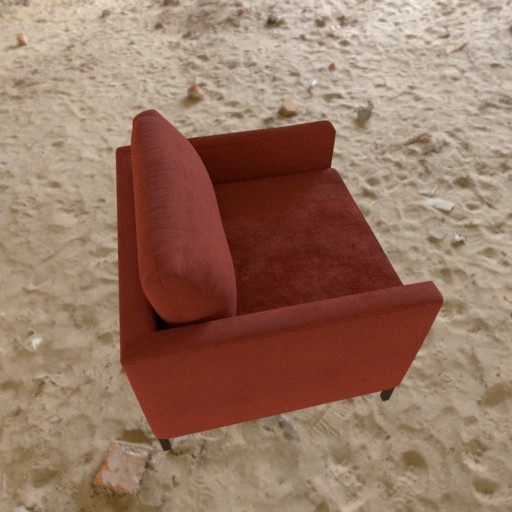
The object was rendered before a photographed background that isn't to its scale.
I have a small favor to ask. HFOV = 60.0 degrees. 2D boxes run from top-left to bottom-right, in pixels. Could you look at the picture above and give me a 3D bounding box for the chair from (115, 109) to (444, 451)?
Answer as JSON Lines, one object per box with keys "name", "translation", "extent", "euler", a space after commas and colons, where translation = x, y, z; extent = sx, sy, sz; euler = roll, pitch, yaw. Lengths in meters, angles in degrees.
{"name": "chair", "translation": [0.000, 0.000, 1.573], "extent": [0.875, 0.812, 0.964], "euler": [-10, 48, -9]}
